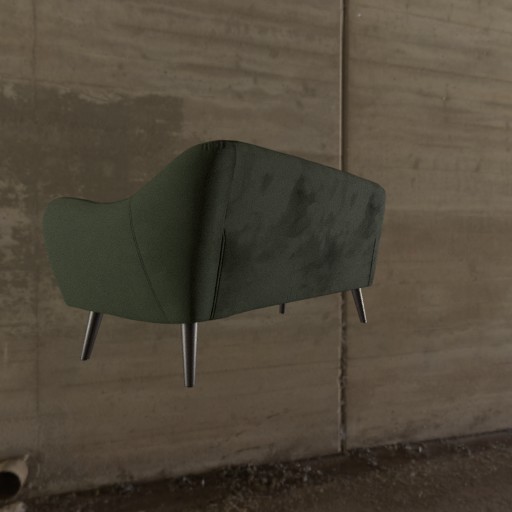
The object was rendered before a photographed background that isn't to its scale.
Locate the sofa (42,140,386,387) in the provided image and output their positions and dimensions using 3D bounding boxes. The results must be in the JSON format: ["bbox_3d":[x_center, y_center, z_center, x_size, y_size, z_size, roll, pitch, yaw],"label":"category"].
[{"bbox_3d":[0.000,0.000,2.244,0.820,0.836,1.840,1,2,36],"label":"sofa"}]
